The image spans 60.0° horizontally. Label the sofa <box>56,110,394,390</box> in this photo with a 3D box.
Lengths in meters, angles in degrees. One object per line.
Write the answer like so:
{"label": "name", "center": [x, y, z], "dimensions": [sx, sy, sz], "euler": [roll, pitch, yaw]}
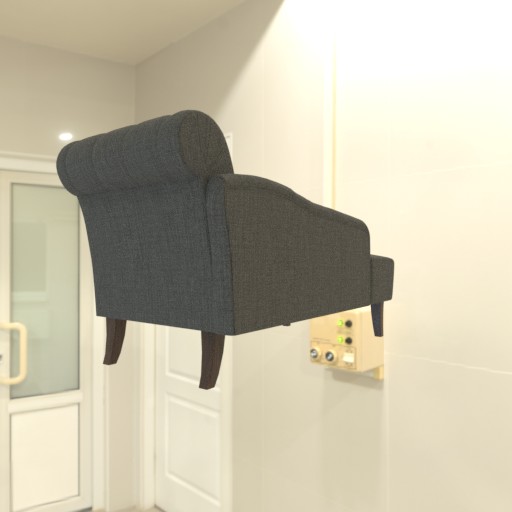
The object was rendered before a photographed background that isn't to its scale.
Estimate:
{"label": "sofa", "center": [0.000, 0.000, 1.815], "dimensions": [0.675, 0.787, 1.379], "euler": [0, 0, 37]}
